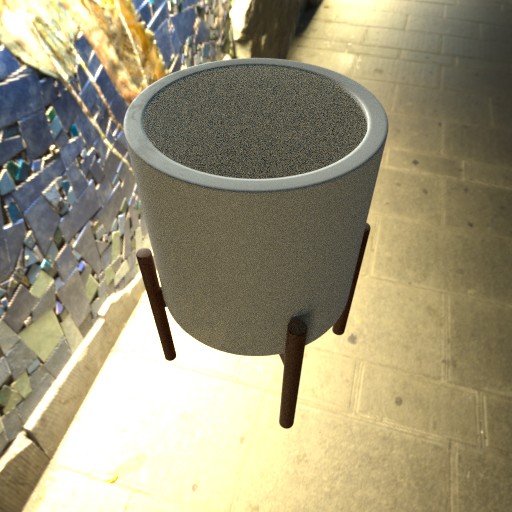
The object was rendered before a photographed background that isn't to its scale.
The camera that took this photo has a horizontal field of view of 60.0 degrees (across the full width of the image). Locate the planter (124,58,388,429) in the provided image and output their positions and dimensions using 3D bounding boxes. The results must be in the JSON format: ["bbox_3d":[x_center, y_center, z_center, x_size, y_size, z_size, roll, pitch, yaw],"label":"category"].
[{"bbox_3d":[0.000,0.000,0.952,0.417,0.670,0.417,23,50,20],"label":"planter"}]
